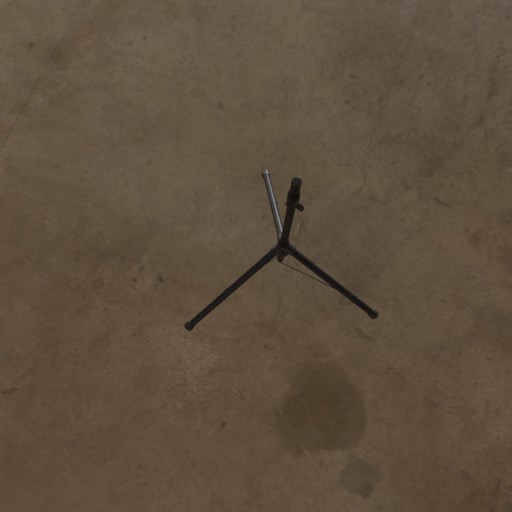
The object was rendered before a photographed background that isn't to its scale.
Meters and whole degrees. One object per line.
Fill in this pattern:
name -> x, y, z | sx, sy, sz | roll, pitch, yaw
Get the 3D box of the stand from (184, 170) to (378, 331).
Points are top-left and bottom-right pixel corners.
stand -> 0.000, 0.000, 1.902 | 0.907, 1.136, 1.045 | -33, 78, -8
